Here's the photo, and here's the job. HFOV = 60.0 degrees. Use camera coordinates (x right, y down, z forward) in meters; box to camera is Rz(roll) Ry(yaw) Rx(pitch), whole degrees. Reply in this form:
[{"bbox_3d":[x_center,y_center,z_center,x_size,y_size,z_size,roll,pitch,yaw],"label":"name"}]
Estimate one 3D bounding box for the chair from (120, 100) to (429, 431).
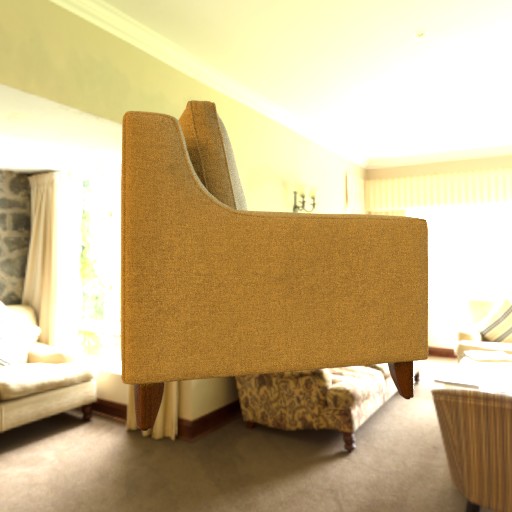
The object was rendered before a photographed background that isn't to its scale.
[{"bbox_3d":[0.000,0.000,1.573,0.918,0.864,0.838,0,0,-17],"label":"chair"}]
